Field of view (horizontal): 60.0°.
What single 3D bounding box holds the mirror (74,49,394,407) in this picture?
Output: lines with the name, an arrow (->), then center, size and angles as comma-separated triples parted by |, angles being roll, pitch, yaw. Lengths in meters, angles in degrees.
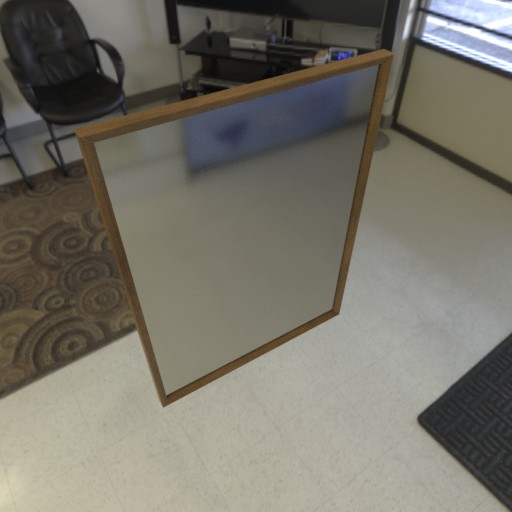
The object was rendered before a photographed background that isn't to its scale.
mirror -> 0.000, 0.000, 1.298 | 0.762, 1.016, 0.041 | -23, 49, -22
